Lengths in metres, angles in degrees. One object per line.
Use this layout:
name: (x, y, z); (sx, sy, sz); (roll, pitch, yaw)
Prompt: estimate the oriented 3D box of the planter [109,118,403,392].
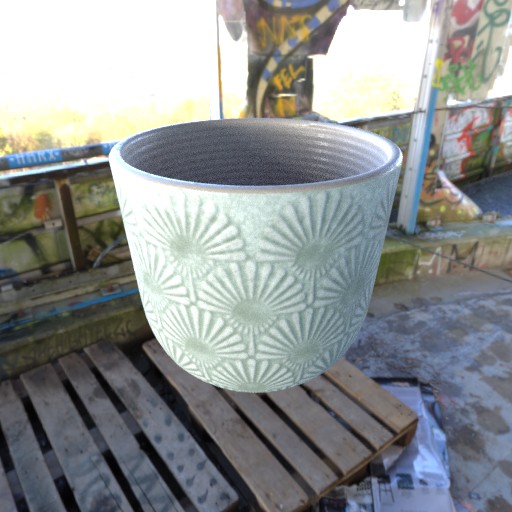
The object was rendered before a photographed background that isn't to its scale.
planter: (0.000, 0.000, 0.300); (0.170, 0.152, 0.170); (0, 27, 0)
